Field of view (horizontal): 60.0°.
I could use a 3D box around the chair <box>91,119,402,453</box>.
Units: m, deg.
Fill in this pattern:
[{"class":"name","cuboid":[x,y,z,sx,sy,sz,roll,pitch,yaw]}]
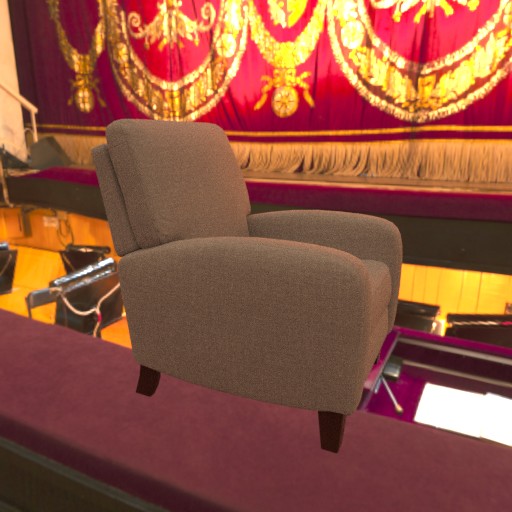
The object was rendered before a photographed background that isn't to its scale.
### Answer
[{"class":"chair","cuboid":[0.000,0.000,1.681,0.990,0.990,0.762,7,16,25]}]
